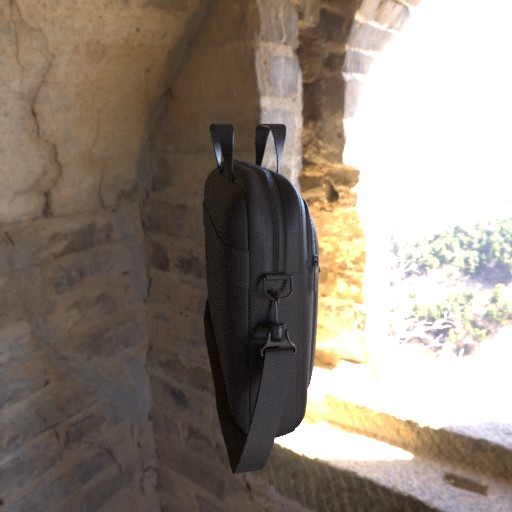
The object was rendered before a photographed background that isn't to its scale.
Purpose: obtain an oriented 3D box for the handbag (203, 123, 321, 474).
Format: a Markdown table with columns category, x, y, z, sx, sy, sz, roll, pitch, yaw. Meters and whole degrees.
| category | x | y | z | sx | sy | sz | roll | pitch | yaw |
| --- | --- | --- | --- | --- | --- | --- | --- | --- | --- |
| handbag | 0.000 | 0.000 | 0.577 | 0.126 | 0.330 | 0.429 | -3 | 15 | -10 |
